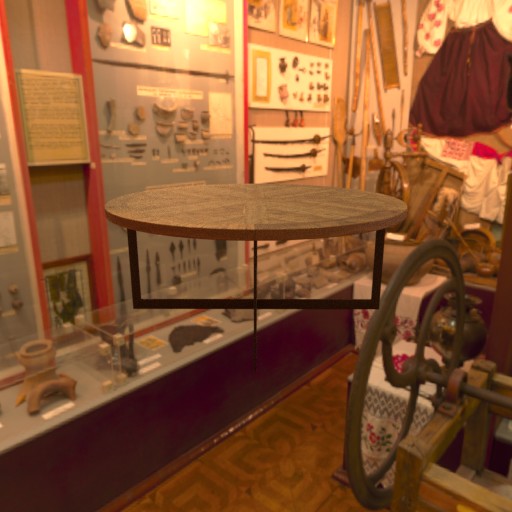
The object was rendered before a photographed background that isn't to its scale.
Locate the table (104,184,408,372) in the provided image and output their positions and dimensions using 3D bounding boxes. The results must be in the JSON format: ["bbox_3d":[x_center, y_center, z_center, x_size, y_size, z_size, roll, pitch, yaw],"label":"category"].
[{"bbox_3d":[0.000,0.000,2.012,1.264,0.516,1.264,0,15,0],"label":"table"}]
